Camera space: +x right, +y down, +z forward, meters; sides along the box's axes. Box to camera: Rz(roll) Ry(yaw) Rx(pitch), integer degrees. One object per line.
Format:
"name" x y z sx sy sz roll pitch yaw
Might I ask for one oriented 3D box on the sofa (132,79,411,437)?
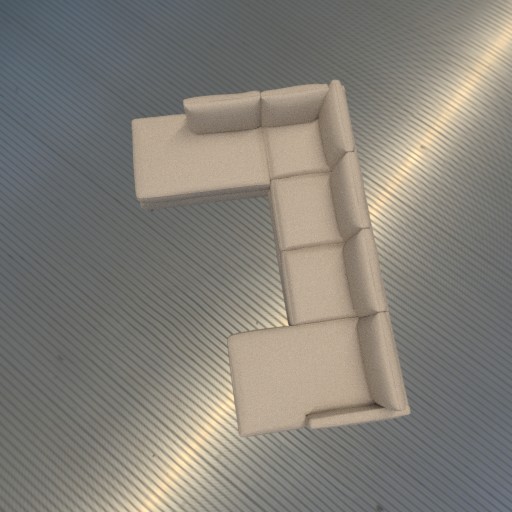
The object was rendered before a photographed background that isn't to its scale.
"sofa" 0.000 0.000 3.604 1.879 0.756 2.737 -7 77 -2
